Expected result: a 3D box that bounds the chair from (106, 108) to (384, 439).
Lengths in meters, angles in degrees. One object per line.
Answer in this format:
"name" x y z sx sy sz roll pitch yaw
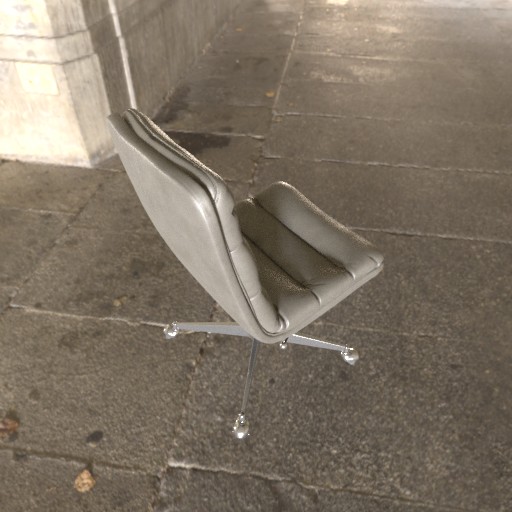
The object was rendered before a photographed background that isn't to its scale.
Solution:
"chair" 0.000 0.000 1.056 0.485 0.738 0.422 -26 48 -26
